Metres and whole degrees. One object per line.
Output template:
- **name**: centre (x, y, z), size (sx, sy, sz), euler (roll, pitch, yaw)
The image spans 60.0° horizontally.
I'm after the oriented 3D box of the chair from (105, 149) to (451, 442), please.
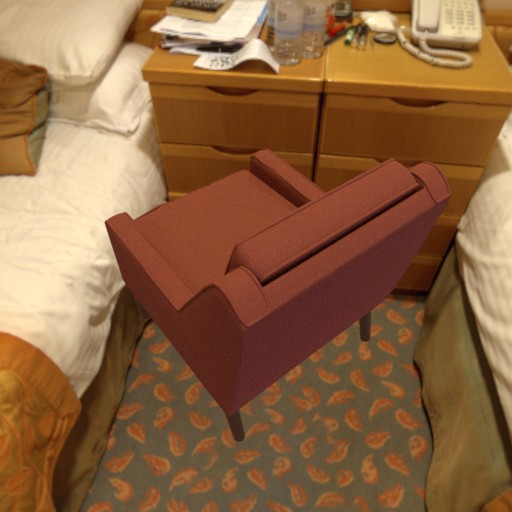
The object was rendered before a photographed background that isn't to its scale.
- **chair**: centre (0.000, 0.000, 1.414), size (0.680, 0.812, 0.770), euler (-30, 53, -26)
